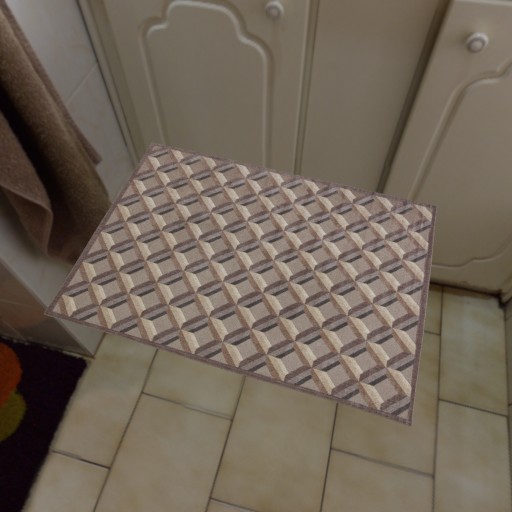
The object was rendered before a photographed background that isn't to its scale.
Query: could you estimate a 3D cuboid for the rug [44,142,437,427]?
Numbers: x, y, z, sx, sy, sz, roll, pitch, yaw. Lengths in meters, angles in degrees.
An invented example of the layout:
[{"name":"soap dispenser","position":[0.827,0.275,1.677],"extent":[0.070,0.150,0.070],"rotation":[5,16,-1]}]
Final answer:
[{"name":"rug","position":[0.000,0.000,2.978],"extent":[2.260,0.013,1.600],"rotation":[15,58,9]}]
